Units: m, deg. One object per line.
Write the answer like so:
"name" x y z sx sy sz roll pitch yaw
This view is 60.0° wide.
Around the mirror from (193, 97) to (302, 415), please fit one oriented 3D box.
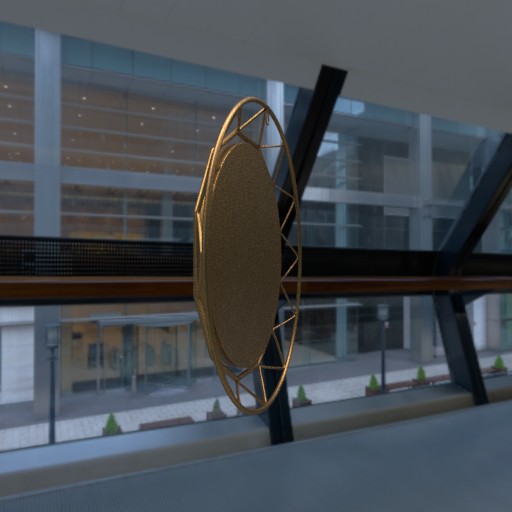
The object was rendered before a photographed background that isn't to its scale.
"mirror" 0.000 0.000 0.674 0.043 0.454 0.454 0 -1 18
